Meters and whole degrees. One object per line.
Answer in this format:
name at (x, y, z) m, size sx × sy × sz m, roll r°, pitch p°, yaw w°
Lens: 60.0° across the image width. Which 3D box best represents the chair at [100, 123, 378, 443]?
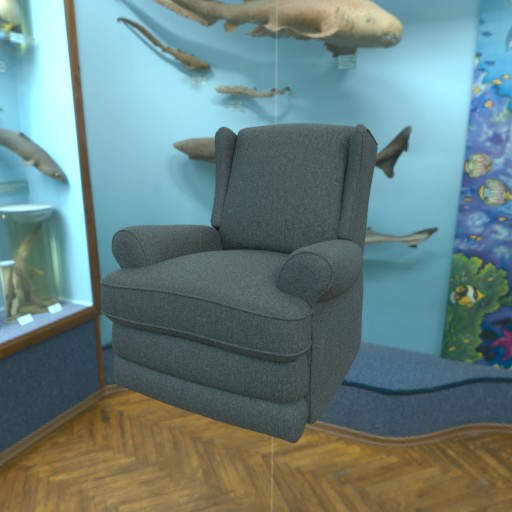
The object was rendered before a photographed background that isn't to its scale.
chair at (0.000, 0.000, 1.710) m, size 0.847 × 1.011 × 0.969 m, roll 7°, pitch 16°, yaw 27°
